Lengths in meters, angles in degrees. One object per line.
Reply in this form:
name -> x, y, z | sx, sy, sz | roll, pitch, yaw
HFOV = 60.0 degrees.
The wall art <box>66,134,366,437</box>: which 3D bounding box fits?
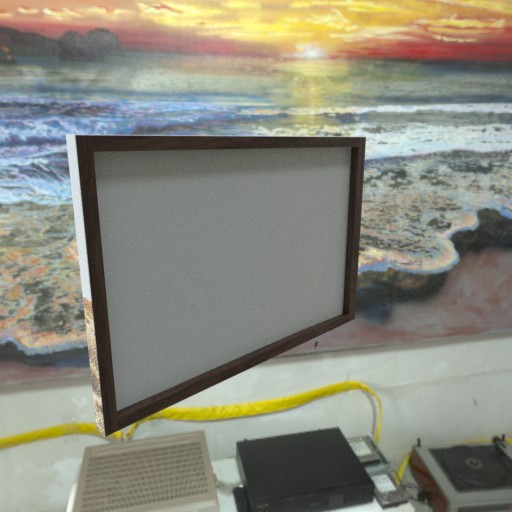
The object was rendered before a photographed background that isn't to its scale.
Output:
wall art -> 0.000, 0.000, 1.456 | 1.138, 0.761, 0.051 | -14, 20, -42
